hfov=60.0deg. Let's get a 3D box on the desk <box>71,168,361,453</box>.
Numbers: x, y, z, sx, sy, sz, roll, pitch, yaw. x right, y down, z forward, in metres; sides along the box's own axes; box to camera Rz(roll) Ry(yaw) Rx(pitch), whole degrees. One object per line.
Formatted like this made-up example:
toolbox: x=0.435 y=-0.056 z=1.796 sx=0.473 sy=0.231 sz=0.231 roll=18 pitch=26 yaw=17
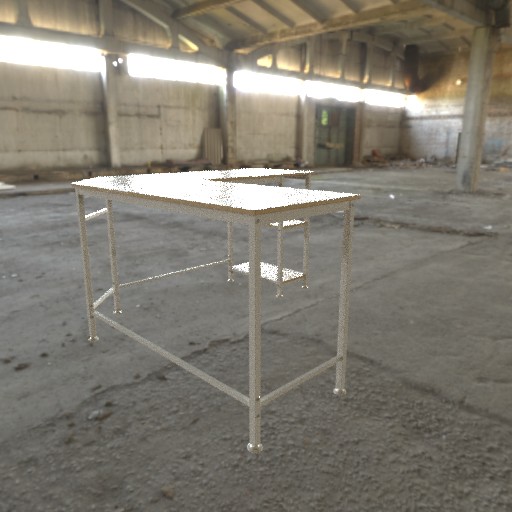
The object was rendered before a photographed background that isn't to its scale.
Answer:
desk: x=0.000 y=0.000 z=2.177 sx=1.379 sy=0.739 sz=1.379 roll=-14 pitch=20 yaw=-43
